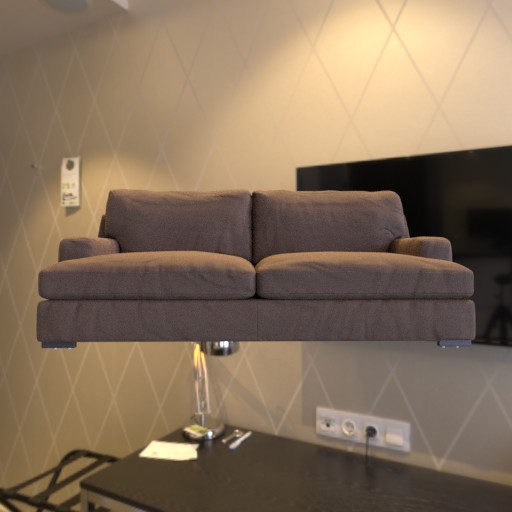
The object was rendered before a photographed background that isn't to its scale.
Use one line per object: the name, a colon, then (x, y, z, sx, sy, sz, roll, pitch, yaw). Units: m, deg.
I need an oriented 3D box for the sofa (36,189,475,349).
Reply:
sofa: (0.000, 0.000, 2.785, 2.274, 0.950, 1.140, 0, -1, -1)
